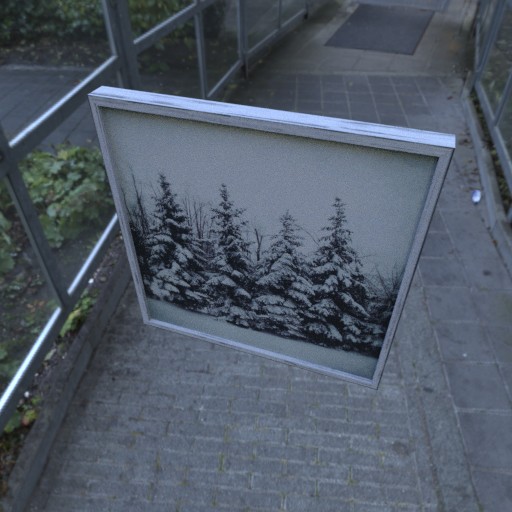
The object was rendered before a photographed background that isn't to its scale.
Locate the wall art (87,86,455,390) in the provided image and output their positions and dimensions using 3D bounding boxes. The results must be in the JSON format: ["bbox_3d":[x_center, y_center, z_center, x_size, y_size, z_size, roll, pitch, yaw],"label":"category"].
[{"bbox_3d":[0.000,0.000,0.759,0.506,0.506,0.038,13,42,14],"label":"wall art"}]
